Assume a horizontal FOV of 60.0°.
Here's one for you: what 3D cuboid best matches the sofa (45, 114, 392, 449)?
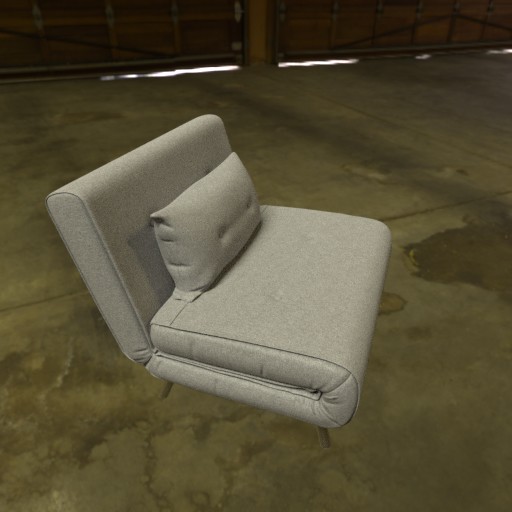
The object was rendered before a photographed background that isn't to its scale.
[{"bbox_3d":[0.000,0.000,1.766,1.000,0.825,1.020,11,33,17],"label":"sofa"}]
